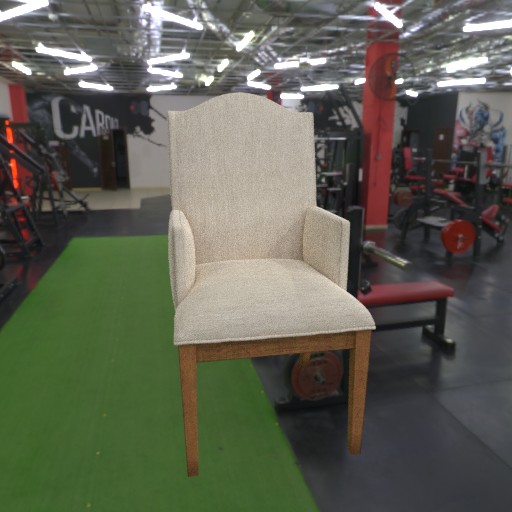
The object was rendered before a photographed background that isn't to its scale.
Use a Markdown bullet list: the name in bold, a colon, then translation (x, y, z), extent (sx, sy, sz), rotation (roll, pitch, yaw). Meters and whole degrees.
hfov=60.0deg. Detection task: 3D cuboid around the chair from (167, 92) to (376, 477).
- **chair**: translation (0.000, 0.000, 1.379), extent (0.533, 1.016, 0.641), rotation (-3, 15, -10)
